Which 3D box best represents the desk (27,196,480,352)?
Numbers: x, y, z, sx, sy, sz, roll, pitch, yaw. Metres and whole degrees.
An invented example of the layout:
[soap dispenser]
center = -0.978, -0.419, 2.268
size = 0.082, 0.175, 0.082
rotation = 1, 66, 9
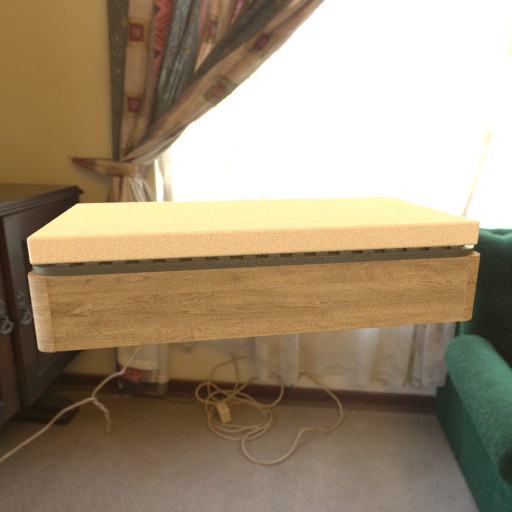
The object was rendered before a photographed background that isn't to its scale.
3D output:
[desk]
center = 0.000, 0.000, 2.236
size = 1.900, 0.455, 0.900
rotation = -3, 16, -9
